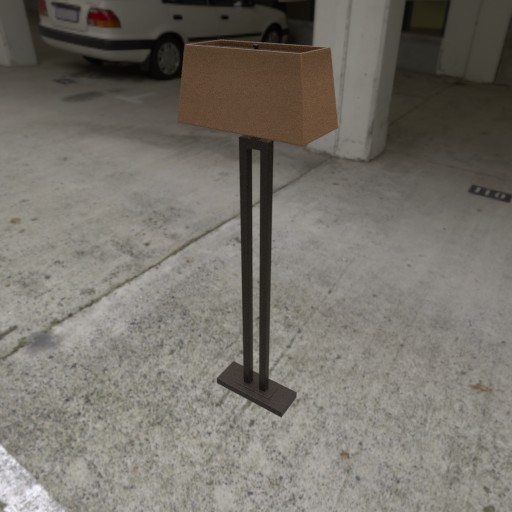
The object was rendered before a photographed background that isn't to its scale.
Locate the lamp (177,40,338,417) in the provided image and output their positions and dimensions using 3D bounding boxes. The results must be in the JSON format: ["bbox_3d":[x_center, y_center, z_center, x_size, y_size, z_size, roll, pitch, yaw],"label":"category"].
[{"bbox_3d":[0.000,0.000,1.696,0.475,1.469,0.233,19,36,28],"label":"lamp"}]
